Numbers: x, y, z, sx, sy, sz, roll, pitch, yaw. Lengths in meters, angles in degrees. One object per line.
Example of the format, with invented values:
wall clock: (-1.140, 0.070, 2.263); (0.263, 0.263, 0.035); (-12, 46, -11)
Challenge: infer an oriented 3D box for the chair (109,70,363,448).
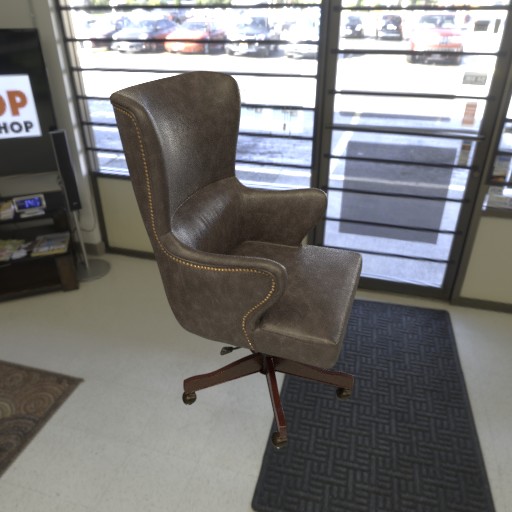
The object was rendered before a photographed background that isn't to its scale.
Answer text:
chair: (0.000, 0.000, 1.426); (0.717, 1.037, 0.594); (10, 31, 17)
